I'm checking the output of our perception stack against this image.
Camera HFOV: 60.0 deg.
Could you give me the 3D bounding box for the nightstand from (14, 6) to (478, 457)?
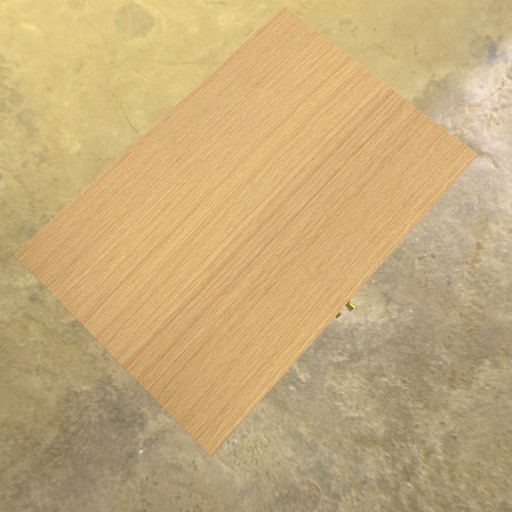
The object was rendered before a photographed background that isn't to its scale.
[{"bbox_3d":[0.000,0.000,0.940,0.407,0.610,0.571,42,80,9],"label":"nightstand"}]
